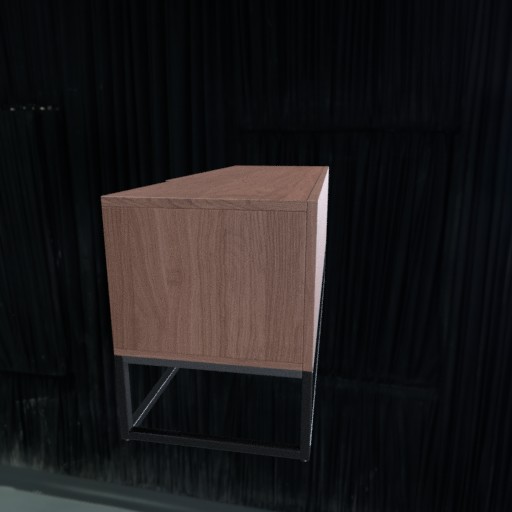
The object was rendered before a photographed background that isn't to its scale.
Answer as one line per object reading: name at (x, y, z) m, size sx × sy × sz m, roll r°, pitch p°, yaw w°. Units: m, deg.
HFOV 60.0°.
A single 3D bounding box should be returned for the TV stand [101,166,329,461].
TV stand at (0.000, 0.000, 1.391) m, size 0.415 × 0.500 × 1.200 m, roll 2°, pitch 14°, yaw 10°
